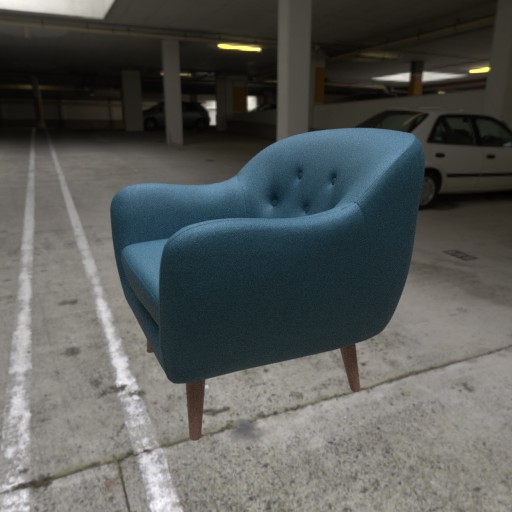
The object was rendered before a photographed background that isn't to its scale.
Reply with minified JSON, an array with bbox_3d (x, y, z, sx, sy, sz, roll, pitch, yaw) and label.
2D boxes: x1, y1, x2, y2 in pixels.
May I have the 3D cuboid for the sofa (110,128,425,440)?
[{"bbox_3d":[0.000,0.000,1.471,0.825,0.817,0.836,-7,17,-24],"label":"sofa"}]
